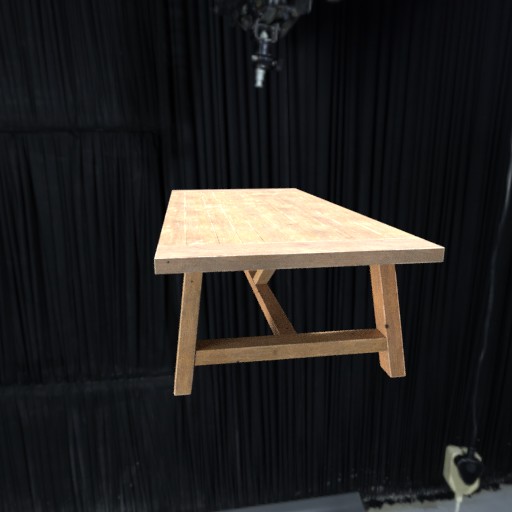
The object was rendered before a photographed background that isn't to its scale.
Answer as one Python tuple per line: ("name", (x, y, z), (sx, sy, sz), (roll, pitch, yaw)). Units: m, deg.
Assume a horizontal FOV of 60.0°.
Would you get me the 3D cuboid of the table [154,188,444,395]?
("table", (0.000, 0.000, 2.136), (0.820, 0.465, 1.800), (-2, 14, -9))
